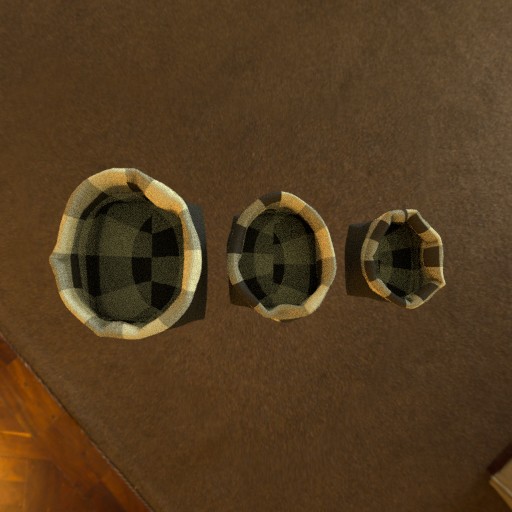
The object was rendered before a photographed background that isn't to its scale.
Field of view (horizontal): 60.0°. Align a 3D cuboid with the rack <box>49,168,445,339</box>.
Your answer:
[{"bbox_3d":[0.000,0.000,1.072,0.889,0.329,0.370,0,89,-1],"label":"rack"}]
